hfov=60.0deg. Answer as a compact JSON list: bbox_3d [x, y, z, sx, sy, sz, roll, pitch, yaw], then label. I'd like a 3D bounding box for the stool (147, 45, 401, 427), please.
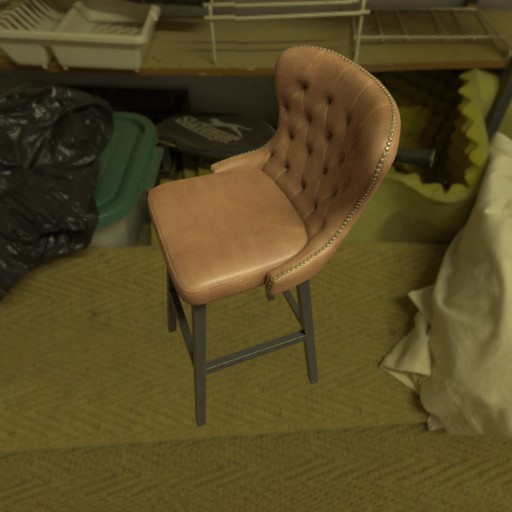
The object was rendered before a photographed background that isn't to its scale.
[{"bbox_3d":[0.000,0.000,1.355,0.601,1.050,0.528,-16,49,-14],"label":"stool"}]
